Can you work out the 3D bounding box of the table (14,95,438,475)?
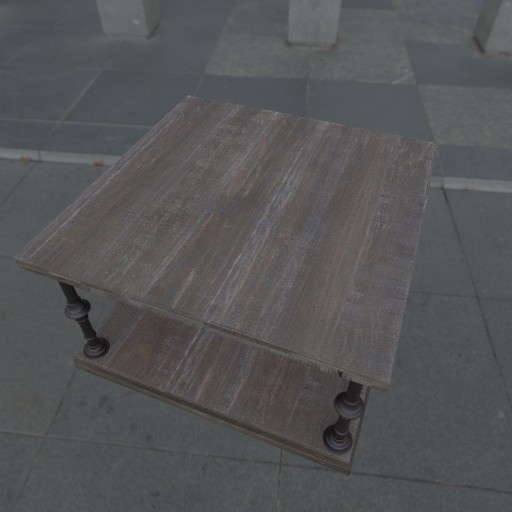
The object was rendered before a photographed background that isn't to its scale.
[{"bbox_3d":[0.000,0.000,1.105,0.696,0.400,0.696,16,48,15],"label":"table"}]
